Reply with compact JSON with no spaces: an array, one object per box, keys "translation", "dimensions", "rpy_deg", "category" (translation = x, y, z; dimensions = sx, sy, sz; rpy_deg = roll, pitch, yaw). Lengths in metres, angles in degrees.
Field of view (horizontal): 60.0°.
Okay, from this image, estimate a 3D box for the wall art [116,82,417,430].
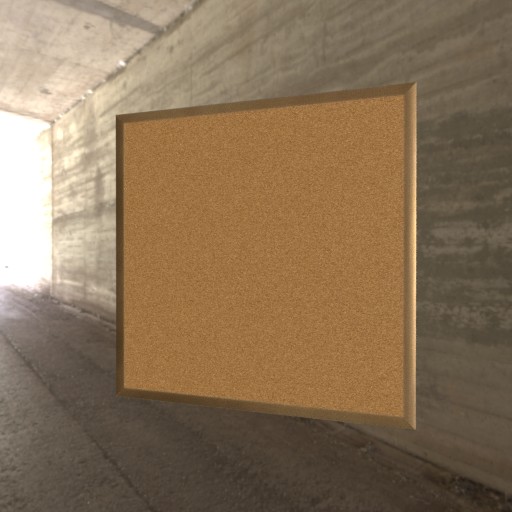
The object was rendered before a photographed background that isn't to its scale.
[{"translation":[0.000,0.000,0.450],"dimensions":[0.305,0.303,0.038],"rpy_deg":[0,0,17],"category":"wall art"}]
